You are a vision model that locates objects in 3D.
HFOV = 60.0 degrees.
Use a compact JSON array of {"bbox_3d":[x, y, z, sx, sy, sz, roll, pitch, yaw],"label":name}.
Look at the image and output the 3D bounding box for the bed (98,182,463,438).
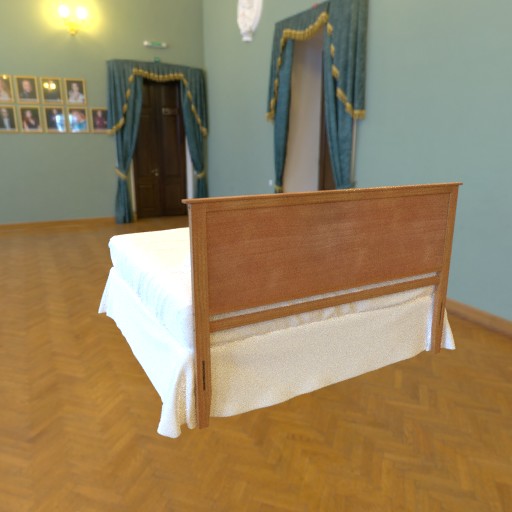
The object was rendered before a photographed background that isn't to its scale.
[{"bbox_3d":[0.000,0.000,3.634,2.317,1.270,2.215,-8,16,-28],"label":"bed"}]
